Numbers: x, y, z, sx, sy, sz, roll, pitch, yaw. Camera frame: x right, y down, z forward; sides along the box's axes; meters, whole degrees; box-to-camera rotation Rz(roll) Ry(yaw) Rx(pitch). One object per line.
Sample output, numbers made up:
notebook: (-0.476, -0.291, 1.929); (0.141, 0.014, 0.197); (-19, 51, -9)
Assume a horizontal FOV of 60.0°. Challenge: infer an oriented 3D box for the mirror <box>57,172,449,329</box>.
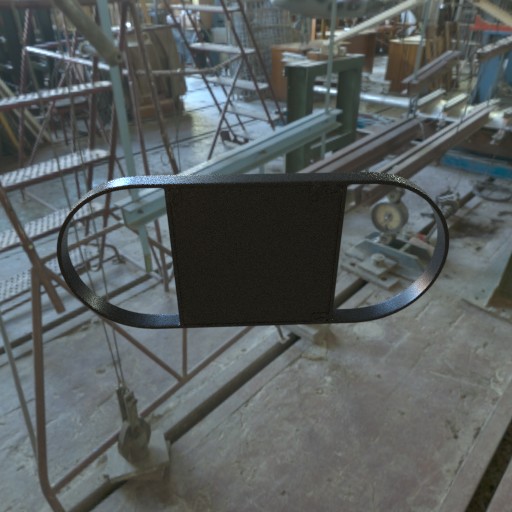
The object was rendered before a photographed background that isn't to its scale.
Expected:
mirror: (0.000, 0.000, 0.679); (0.584, 0.254, 0.032); (-1, 32, -2)
